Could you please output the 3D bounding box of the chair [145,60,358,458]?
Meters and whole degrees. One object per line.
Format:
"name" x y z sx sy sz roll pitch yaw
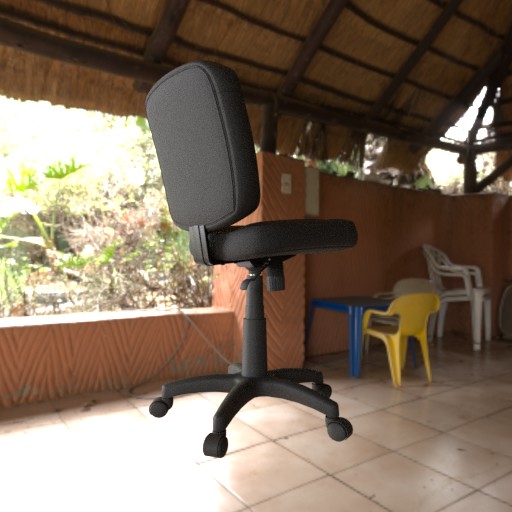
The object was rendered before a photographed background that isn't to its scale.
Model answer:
"chair" 0.000 0.000 1.350 0.610 0.972 0.610 0 0 -35
